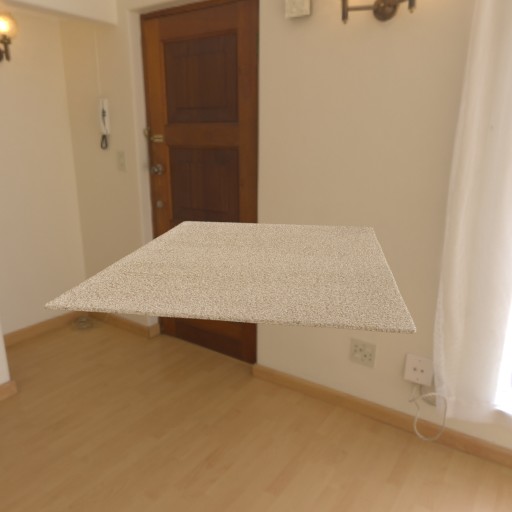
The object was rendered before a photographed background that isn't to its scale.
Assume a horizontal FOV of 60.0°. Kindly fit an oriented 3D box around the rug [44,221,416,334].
[{"bbox_3d":[0.000,0.000,4.259,2.438,0.029,3.047,3,16,9],"label":"rug"}]
